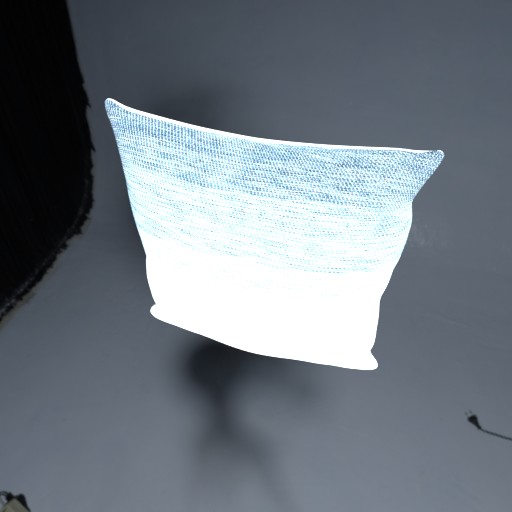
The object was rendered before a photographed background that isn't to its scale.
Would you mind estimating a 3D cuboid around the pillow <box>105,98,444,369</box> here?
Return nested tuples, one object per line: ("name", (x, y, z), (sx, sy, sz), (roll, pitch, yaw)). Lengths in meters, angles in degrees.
("pillow", (0.000, 0.000, 0.680), (0.440, 0.441, 0.182), (12, 44, 13))
